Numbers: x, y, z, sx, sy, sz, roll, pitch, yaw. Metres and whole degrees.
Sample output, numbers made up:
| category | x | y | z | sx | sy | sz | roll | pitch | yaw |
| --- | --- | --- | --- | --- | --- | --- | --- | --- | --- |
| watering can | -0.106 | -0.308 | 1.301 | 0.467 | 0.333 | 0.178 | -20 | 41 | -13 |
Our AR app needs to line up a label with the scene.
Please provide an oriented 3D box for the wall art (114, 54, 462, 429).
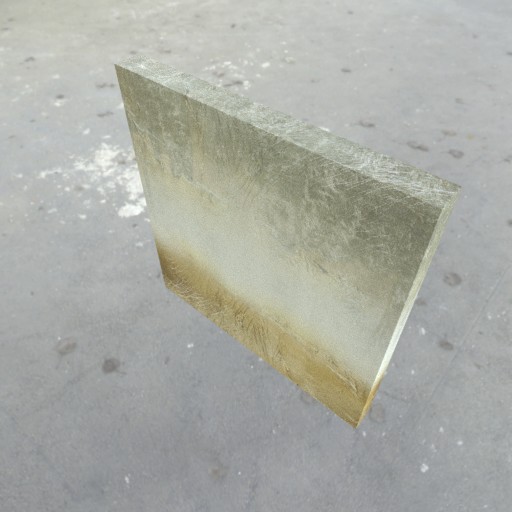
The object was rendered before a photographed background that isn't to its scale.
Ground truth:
| category | x | y | z | sx | sy | sz | roll | pitch | yaw |
| --- | --- | --- | --- | --- | --- | --- | --- | --- | --- |
| wall art | 0.000 | 0.000 | 0.585 | 0.405 | 0.407 | 0.038 | 32 | 54 | 27 |
